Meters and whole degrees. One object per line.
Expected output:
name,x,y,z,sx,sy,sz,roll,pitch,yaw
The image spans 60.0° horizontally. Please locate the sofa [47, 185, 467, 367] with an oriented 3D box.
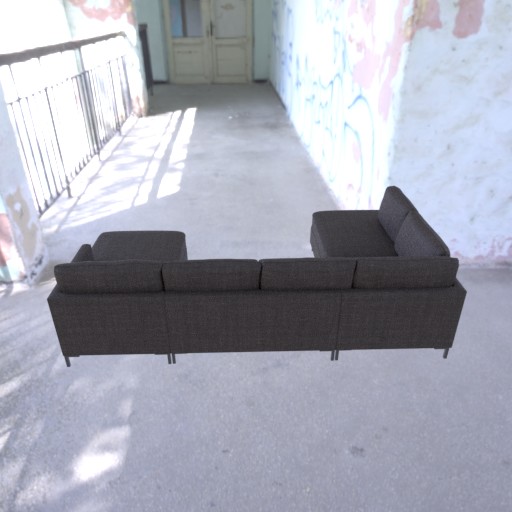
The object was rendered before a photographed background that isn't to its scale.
sofa,0.000,0.000,4.514,3.423,0.999,2.048,-1,30,-1
